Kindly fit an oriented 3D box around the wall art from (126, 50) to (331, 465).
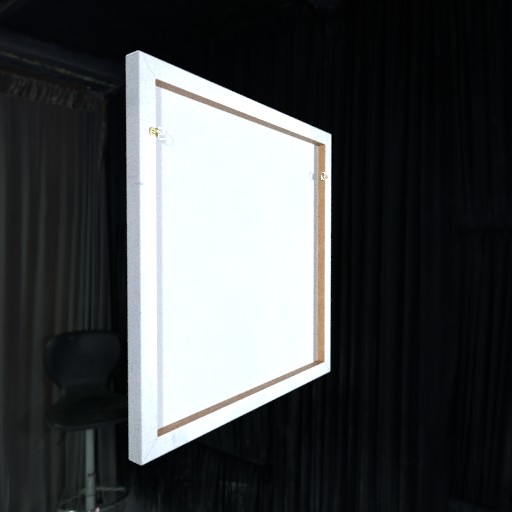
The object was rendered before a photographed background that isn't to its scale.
[{"bbox_3d":[0.000,0.000,1.128,0.041,0.762,0.762,1,2,36],"label":"wall art"}]
